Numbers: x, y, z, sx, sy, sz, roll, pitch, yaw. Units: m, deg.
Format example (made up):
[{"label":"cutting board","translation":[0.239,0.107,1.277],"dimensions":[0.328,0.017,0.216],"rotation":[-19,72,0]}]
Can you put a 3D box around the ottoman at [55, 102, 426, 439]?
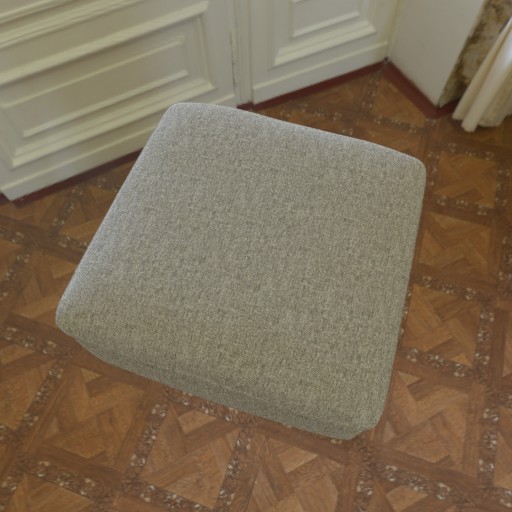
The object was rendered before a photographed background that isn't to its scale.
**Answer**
[{"label":"ottoman","translation":[0.000,0.000,1.640],"dimensions":[1.039,0.526,1.035],"rotation":[16,64,8]}]
